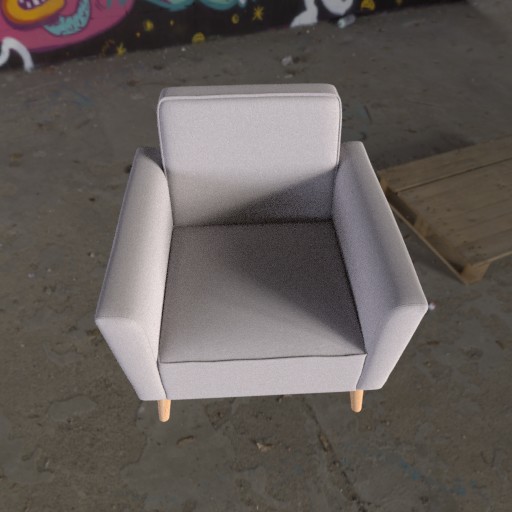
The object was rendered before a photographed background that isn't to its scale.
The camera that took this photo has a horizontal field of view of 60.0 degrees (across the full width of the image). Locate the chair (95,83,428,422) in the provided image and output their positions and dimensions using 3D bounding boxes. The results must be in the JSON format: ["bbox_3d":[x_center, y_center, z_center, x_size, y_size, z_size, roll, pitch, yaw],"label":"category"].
[{"bbox_3d":[0.000,0.000,1.398,0.780,0.780,0.750,-2,46,-2],"label":"chair"}]
